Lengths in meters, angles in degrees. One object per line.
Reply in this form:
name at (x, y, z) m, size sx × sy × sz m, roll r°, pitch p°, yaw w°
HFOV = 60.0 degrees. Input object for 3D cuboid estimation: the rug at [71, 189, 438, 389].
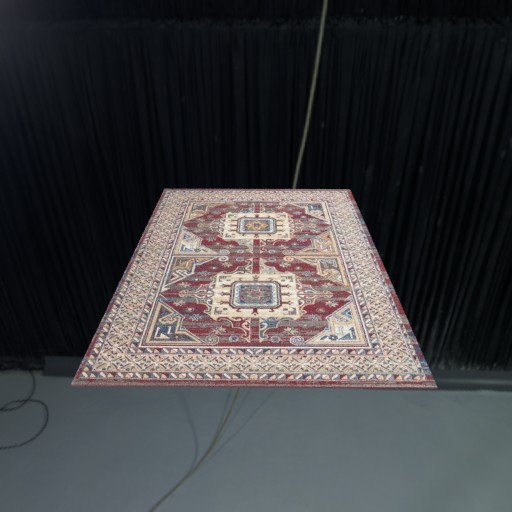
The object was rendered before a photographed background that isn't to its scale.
rug at (0.000, 0.000, 2.879) m, size 1.599 × 0.011 × 2.210 m, roll 0°, pitch 31°, yaw 0°
